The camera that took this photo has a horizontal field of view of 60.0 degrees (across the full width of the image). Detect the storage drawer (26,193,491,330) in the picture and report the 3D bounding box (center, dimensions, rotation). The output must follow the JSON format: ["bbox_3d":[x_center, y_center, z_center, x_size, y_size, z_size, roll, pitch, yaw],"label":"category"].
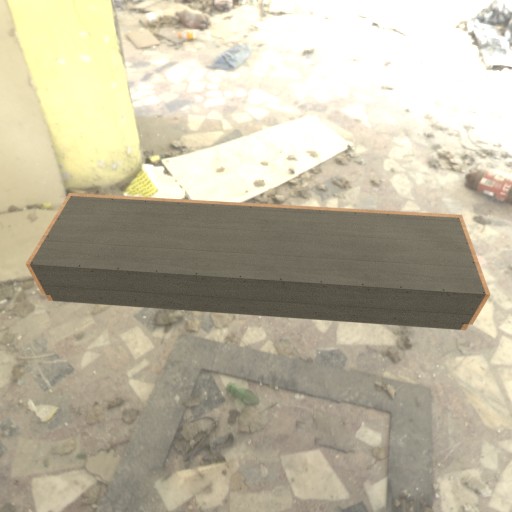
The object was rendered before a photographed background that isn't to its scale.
[{"bbox_3d":[0.000,0.000,2.208,2.032,0.264,0.538,4,46,3],"label":"storage drawer"}]
